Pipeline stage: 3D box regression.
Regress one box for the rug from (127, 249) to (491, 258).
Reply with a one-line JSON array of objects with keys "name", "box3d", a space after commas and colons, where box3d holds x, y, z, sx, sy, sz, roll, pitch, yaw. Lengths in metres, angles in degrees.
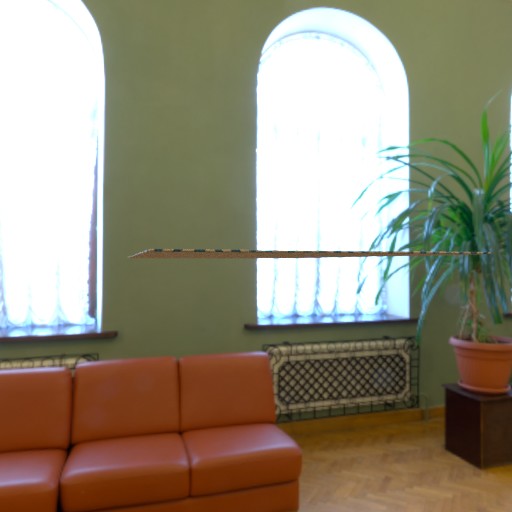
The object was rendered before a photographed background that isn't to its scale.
[{"name": "rug", "box3d": [0.000, 0.000, 2.304, 1.225, 0.008, 1.830, 0, -1, -18]}]
